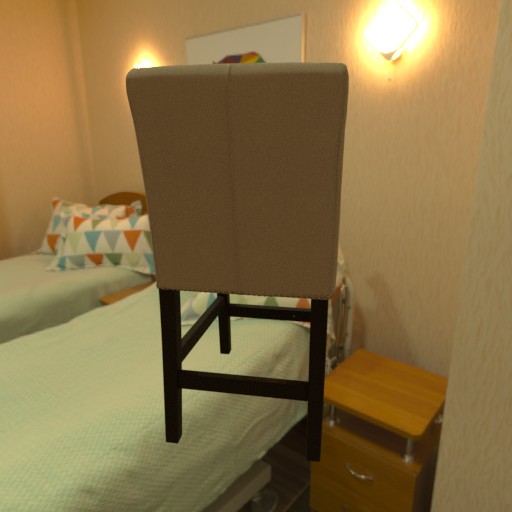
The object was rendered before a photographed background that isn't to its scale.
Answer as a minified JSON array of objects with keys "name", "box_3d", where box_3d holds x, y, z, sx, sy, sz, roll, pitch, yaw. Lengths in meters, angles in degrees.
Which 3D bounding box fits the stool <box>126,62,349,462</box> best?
[{"name":"stool","box_3d":[0.000,0.000,1.181,0.427,0.885,0.571,3,16,10]}]
